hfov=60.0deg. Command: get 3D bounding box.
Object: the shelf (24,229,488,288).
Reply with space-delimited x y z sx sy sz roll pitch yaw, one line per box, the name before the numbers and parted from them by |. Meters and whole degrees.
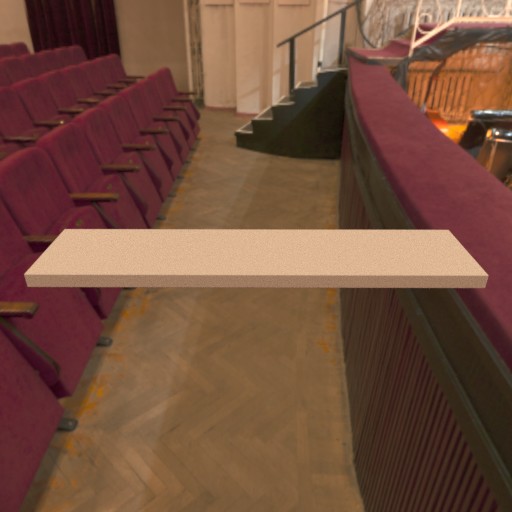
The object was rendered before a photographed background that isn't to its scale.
shelf | 0.000 0.000 0.647 0.610 0.020 0.140 0 29 0
